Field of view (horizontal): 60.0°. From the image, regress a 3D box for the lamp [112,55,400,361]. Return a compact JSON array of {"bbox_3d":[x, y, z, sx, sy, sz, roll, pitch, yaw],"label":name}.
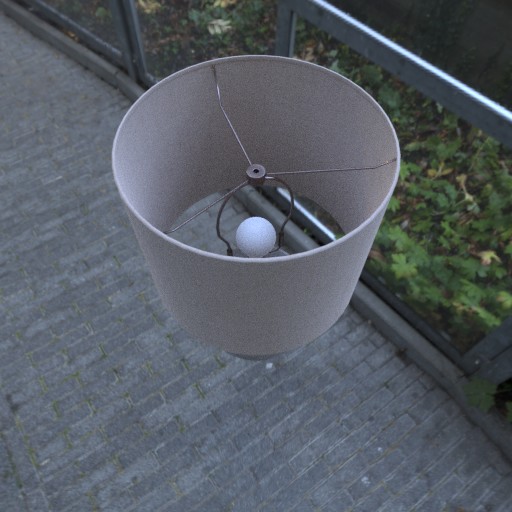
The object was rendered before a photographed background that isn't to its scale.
[{"bbox_3d":[0.000,0.000,0.590,0.269,0.409,0.269,-18,59,-11],"label":"lamp"}]
